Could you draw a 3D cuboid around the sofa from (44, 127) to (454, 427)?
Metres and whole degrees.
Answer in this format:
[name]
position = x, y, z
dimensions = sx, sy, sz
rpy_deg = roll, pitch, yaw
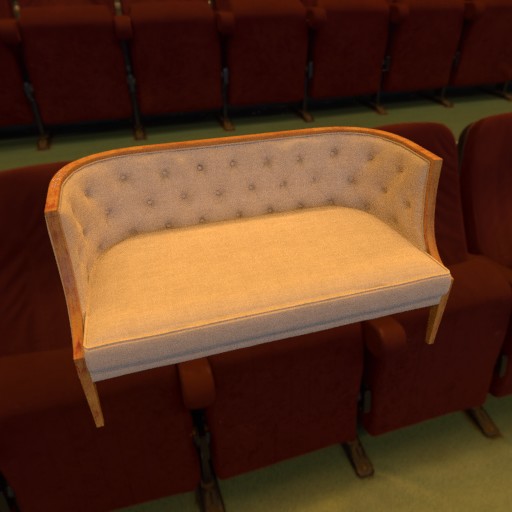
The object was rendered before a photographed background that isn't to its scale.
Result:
[sofa]
position = 0.000, 0.000, 1.857
dimensions = 1.474, 0.775, 0.770
rpy_deg = -10, 35, -14
